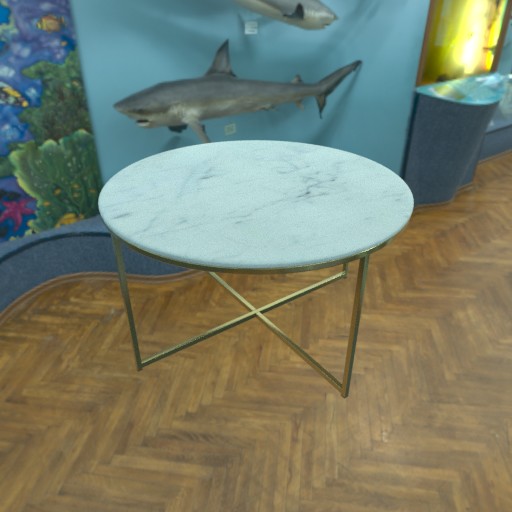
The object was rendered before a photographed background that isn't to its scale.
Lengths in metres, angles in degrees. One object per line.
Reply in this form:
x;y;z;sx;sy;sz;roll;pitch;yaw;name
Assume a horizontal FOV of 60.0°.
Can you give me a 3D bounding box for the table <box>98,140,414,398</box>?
0.000;0.000;1.288;0.800;0.450;0.800;0;31;0;table
